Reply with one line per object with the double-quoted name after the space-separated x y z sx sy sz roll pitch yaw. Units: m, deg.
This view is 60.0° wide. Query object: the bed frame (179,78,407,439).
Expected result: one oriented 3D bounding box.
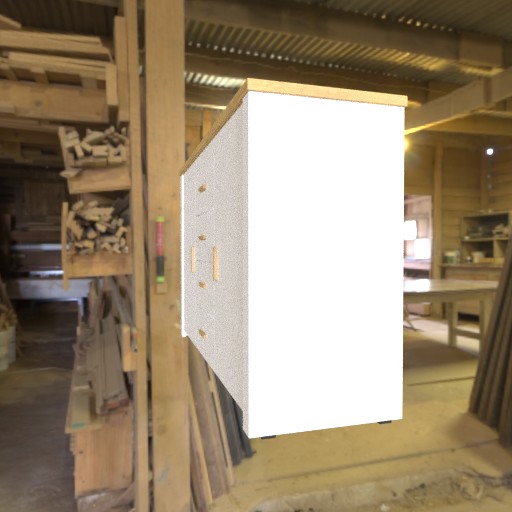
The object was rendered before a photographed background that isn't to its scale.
0.000 0.000 1.715 0.430 0.850 1.300 0 1 -17 "bed frame"
